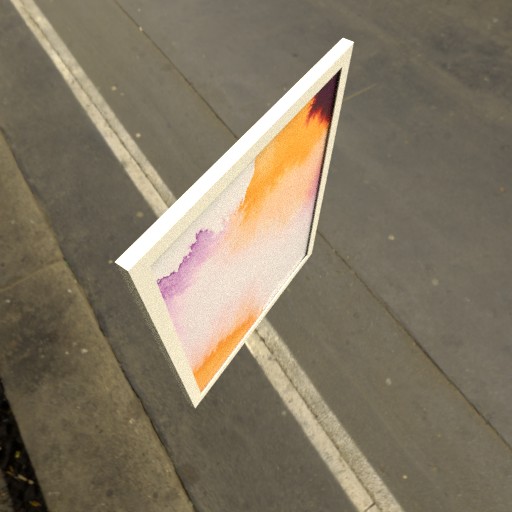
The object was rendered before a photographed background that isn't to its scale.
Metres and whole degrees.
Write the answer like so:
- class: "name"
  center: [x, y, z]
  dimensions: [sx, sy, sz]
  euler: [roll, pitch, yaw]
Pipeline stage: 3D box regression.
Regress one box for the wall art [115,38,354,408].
- class: "wall art"
  center: [0.000, 0.000, 1.113]
  dimensions: [0.026, 0.811, 0.661]
  euler: [31, 63, 18]
